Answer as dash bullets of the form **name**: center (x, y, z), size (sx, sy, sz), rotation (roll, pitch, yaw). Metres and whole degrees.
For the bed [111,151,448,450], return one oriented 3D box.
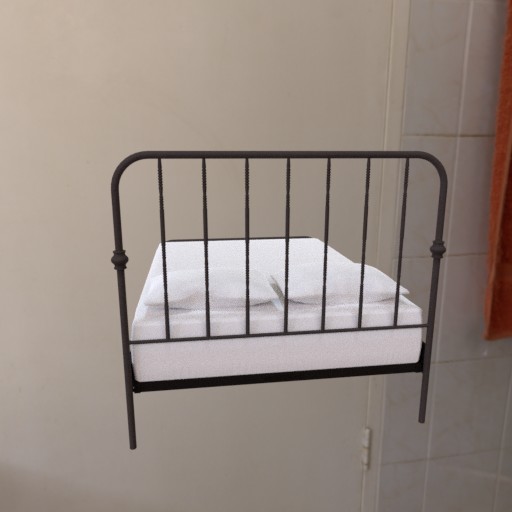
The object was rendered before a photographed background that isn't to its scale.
- **bed**: center (0.000, 0.000, 3.154), size (1.616, 1.446, 2.134), rotation (-2, 13, -8)
